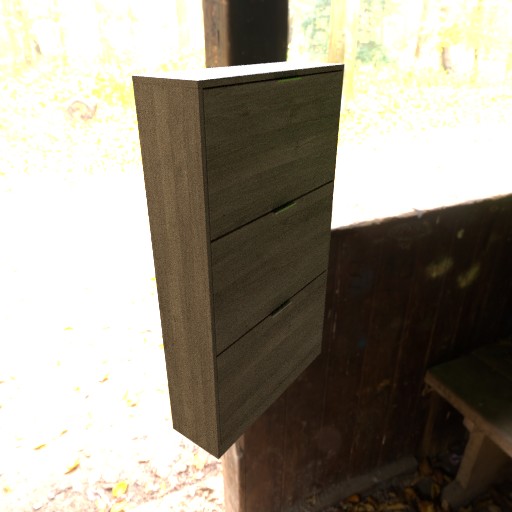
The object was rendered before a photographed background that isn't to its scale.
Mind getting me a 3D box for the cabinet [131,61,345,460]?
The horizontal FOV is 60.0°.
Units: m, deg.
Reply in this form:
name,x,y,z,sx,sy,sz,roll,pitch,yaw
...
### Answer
name,x,y,z,sx,sy,sz,roll,pitch,yaw
cabinet,0.000,0.000,1.641,0.250,1.280,0.750,19,32,32
